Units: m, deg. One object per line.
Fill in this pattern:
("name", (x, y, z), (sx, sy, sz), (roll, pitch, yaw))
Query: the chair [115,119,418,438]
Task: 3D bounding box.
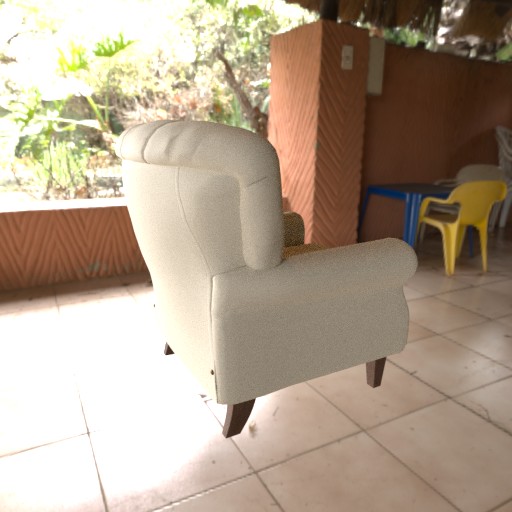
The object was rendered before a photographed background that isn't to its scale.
("chair", (0.000, 0.000, 2.024), (1.132, 1.169, 1.035), (-8, 17, -27))
